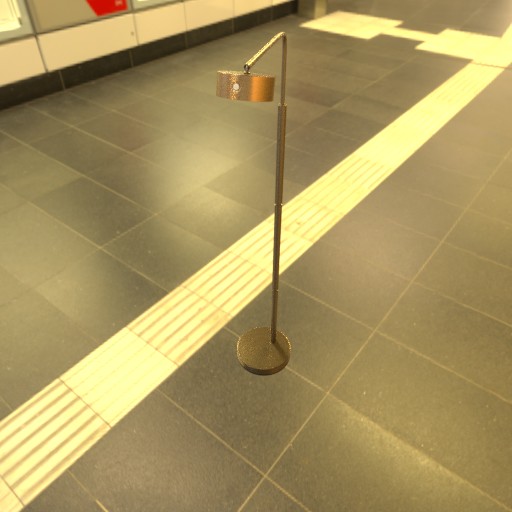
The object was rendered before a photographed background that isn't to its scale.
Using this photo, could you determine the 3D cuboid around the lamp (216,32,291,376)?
[{"bbox_3d":[0.000,0.000,1.370,0.219,1.230,0.418,13,42,14],"label":"lamp"}]
